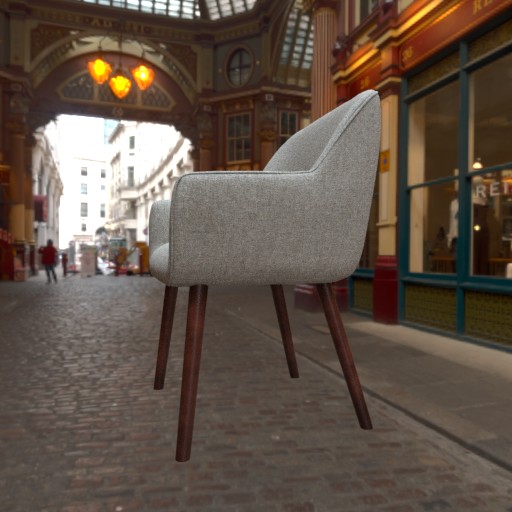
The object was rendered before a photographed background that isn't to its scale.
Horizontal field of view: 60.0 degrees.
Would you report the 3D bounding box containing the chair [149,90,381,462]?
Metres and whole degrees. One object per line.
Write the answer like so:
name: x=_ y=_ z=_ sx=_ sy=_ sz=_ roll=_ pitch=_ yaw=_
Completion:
chair: x=0.000 y=0.000 z=1.177 sx=0.519 sy=0.803 sz=0.543 roll=0 pitch=1 yaw=-18
